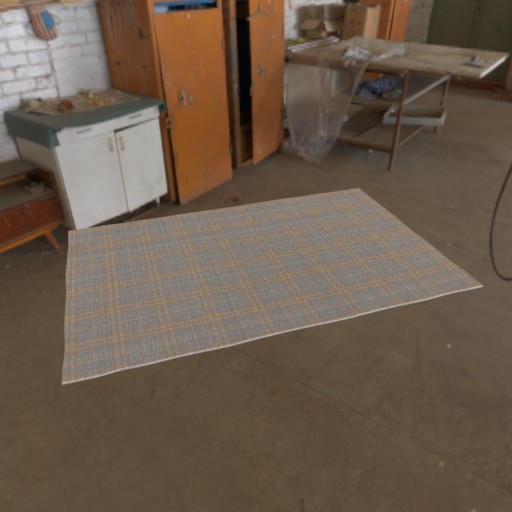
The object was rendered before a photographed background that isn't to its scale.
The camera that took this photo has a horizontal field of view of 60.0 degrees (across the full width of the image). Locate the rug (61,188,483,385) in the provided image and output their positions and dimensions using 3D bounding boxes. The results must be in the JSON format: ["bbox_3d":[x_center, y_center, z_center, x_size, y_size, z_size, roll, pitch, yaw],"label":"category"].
[{"bbox_3d":[0.000,0.000,3.031,2.460,0.016,1.545,-10,34,-15],"label":"rug"}]
